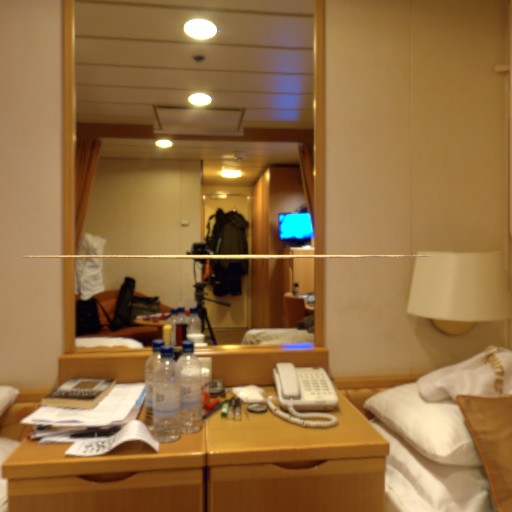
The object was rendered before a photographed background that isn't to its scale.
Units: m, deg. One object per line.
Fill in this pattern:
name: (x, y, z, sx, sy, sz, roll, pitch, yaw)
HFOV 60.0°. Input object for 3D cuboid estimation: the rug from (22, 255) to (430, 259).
rug: (0.000, 0.000, 4.345, 2.452, 0.020, 3.365, 0, 0, 36)
